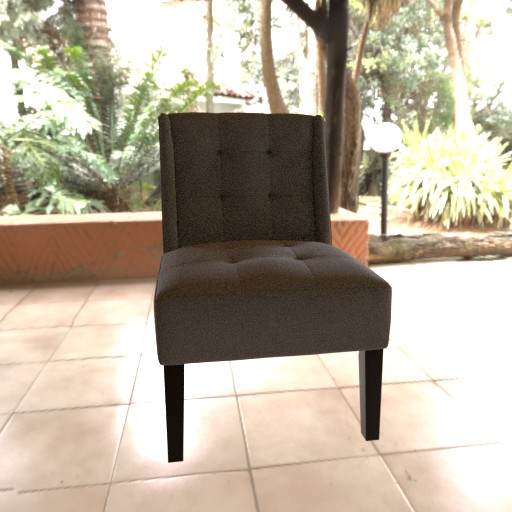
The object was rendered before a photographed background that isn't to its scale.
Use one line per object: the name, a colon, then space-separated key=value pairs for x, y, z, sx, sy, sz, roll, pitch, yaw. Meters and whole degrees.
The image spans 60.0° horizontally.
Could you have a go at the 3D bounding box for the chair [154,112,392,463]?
chair: x=0.000 y=0.000 z=1.315 sx=0.569 sy=0.853 sz=0.676 roll=-2 pitch=14 yaw=-9
